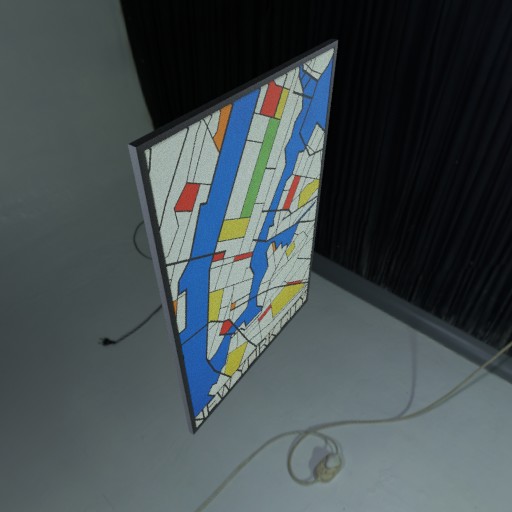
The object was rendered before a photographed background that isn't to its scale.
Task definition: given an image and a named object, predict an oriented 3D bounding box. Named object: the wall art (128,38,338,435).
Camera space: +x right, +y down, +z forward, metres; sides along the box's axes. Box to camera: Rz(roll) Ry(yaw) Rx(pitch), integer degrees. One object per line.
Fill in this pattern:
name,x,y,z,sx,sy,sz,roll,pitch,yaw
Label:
wall art,0.000,0.000,0.835,0.013,0.657,0.457,26,48,26
